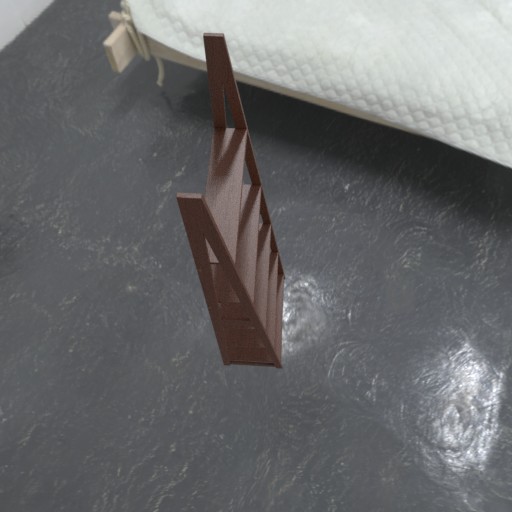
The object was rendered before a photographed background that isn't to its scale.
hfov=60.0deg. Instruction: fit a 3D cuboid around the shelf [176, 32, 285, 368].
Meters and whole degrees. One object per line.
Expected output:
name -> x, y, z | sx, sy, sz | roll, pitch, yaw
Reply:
shelf -> 0.000, 0.000, 1.984 | 0.350, 1.770, 0.600 | 3, 63, 1
